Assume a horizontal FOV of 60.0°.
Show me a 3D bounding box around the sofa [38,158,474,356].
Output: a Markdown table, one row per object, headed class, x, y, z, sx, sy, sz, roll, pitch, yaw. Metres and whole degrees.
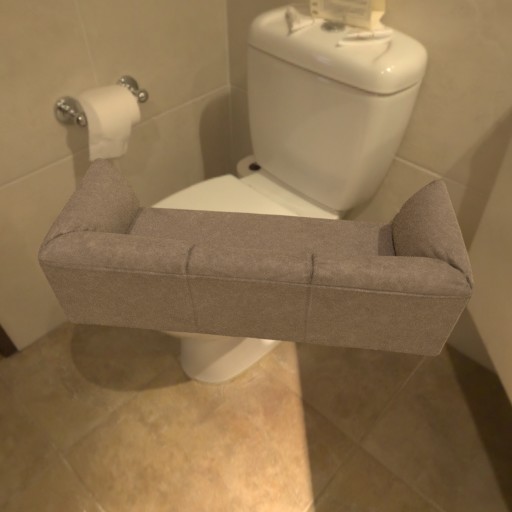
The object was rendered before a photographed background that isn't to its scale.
| class | x | y | z | sx | sy | sz | roll | pitch | yaw |
| --- | --- | --- | --- | --- | --- | --- | --- | --- | --- |
| sofa | 0.000 | 0.000 | 2.712 | 2.238 | 0.758 | 0.899 | 4 | 46 | 4 |
